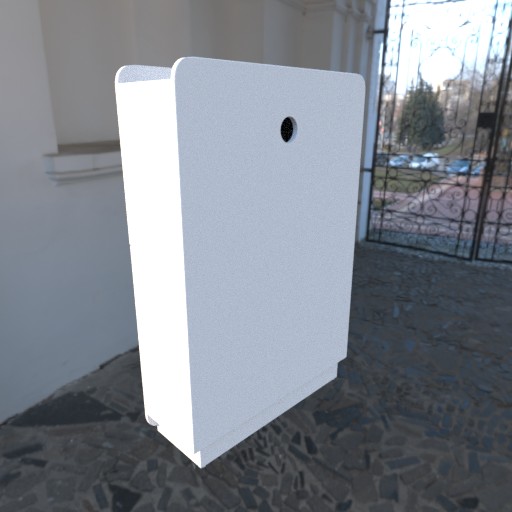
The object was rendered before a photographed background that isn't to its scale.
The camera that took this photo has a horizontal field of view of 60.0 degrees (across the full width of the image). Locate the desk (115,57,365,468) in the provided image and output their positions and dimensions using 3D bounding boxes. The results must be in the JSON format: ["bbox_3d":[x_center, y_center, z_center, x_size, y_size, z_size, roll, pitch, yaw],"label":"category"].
[{"bbox_3d":[0.000,0.000,1.532,0.795,1.190,0.278,-17,24,-42],"label":"desk"}]
